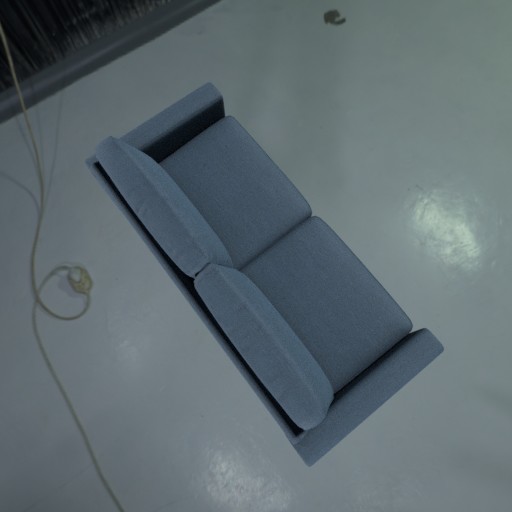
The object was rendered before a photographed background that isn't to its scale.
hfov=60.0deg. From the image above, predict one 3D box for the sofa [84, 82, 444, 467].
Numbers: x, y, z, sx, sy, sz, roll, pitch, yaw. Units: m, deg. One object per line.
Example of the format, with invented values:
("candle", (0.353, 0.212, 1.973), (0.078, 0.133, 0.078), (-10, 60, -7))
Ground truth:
("sofa", (0.000, 0.000, 2.382), (0.877, 0.865, 1.900), (-36, 77, -10))
